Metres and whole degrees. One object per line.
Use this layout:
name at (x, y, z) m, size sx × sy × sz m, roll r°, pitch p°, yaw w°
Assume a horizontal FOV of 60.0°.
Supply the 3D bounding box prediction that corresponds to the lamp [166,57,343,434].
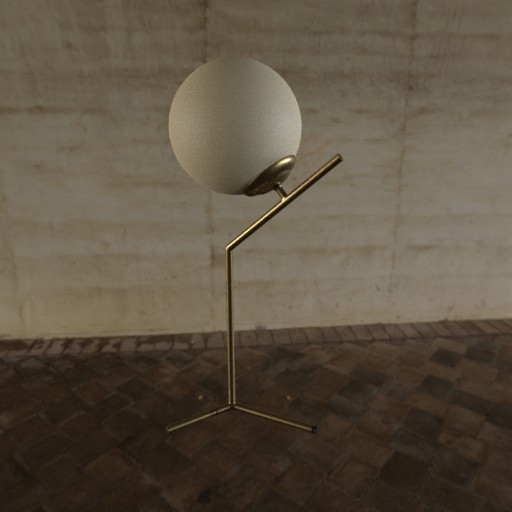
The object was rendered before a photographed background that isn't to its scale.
lamp at (0.000, 0.000, 0.663) m, size 0.251 × 0.552 × 0.210 m, roll 8°, pitch 17°, yaw 25°
